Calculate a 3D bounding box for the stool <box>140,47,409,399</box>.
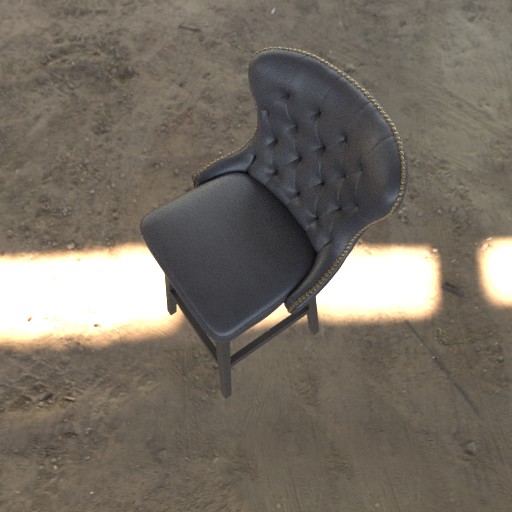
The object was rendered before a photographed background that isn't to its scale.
[{"bbox_3d":[0.000,0.000,1.385,0.601,1.050,0.528,-32,68,-15],"label":"stool"}]
